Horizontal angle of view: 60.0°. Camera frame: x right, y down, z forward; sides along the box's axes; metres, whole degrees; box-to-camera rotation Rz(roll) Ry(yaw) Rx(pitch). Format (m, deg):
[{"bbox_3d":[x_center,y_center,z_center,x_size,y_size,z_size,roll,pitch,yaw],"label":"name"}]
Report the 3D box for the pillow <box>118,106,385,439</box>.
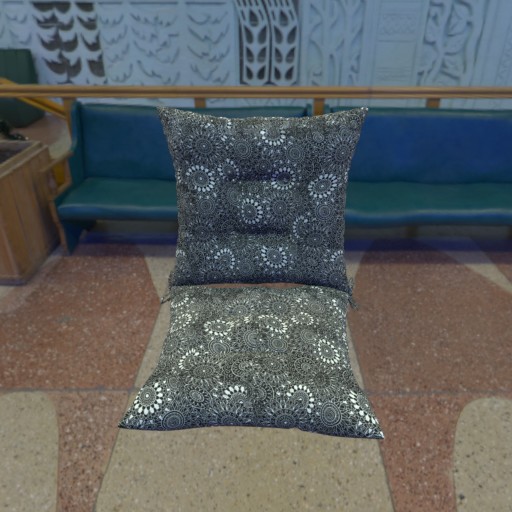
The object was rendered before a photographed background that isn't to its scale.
[{"bbox_3d":[0.000,0.000,0.970,0.541,0.536,0.585,1,30,2],"label":"pillow"}]
